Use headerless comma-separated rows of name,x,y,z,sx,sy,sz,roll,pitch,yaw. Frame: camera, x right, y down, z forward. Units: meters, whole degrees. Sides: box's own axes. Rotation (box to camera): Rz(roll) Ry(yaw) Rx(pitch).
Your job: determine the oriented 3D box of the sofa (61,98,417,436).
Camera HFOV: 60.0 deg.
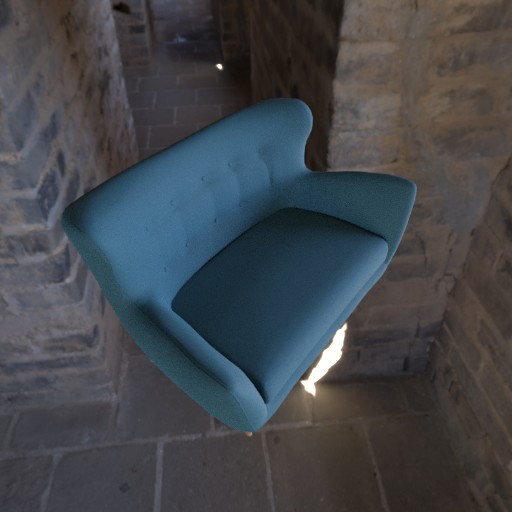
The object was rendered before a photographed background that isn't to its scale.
sofa,0.000,0.000,1.949,0.889,0.889,1.397,27,48,27
